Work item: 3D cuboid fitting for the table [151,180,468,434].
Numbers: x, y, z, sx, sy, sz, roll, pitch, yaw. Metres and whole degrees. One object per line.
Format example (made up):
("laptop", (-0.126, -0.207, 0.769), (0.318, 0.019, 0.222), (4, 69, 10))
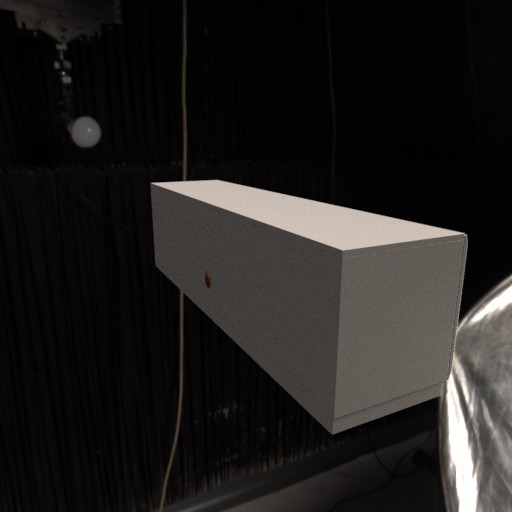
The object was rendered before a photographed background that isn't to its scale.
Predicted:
("table", (0.000, 0.000, 1.707), (0.400, 0.440, 1.550), (-7, 17, -26))
